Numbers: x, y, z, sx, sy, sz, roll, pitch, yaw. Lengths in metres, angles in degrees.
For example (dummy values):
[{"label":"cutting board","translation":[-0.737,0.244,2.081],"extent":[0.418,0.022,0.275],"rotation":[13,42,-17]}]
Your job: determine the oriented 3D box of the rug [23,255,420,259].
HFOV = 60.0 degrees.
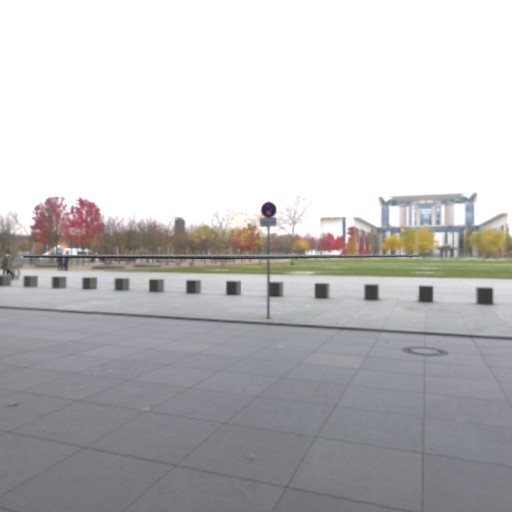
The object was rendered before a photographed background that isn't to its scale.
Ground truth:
[{"label":"rug","translation":[0.000,0.000,3.067],"extent":[1.524,0.015,2.438],"rotation":[0,0,36]}]
